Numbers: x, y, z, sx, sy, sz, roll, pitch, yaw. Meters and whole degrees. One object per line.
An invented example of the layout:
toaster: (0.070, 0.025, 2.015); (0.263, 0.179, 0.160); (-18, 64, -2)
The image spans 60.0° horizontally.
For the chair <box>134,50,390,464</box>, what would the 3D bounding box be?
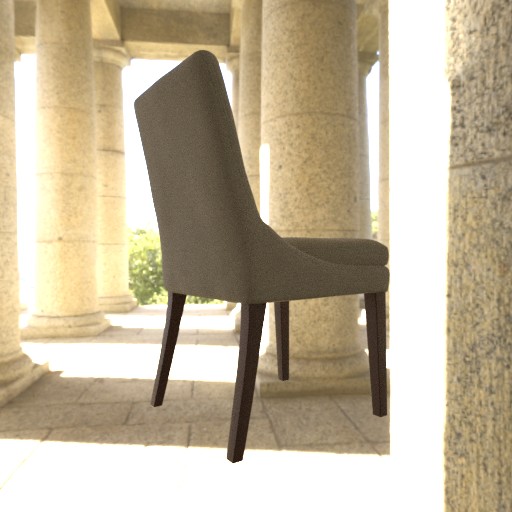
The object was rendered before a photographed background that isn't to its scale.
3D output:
chair: (0.000, 0.000, 1.322); (0.638, 0.940, 0.515); (0, 0, -36)
